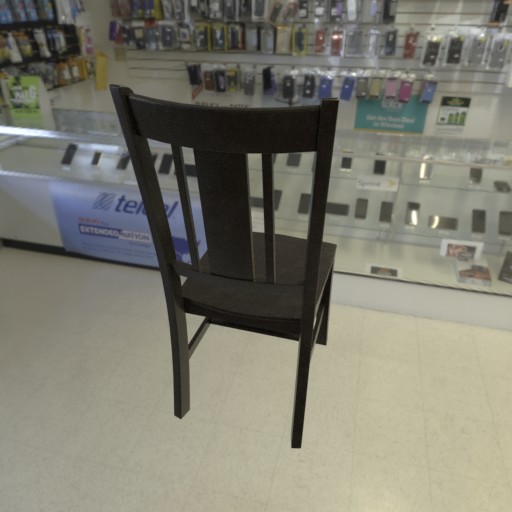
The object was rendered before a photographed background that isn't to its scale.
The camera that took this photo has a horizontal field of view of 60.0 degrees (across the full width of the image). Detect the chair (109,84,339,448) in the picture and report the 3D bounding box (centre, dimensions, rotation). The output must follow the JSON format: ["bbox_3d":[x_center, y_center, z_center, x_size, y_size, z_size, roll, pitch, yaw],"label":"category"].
[{"bbox_3d":[0.000,0.000,1.276,0.450,0.998,0.555,9,32,14],"label":"chair"}]
